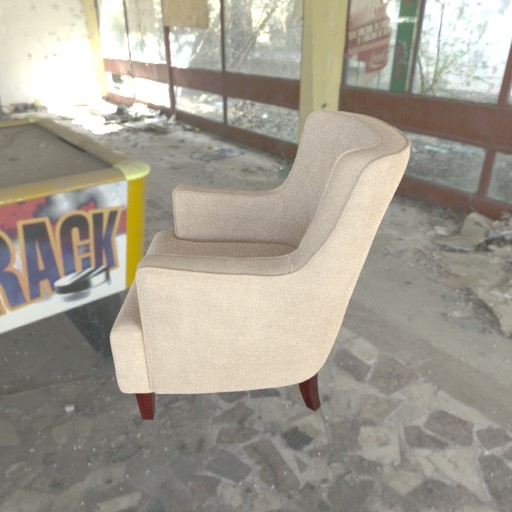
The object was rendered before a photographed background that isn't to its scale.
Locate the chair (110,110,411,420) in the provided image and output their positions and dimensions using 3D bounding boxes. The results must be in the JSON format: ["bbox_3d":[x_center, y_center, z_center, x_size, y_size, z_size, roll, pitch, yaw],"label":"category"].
[{"bbox_3d":[0.000,0.000,1.608,0.910,0.920,0.781,0,27,-1],"label":"chair"}]
